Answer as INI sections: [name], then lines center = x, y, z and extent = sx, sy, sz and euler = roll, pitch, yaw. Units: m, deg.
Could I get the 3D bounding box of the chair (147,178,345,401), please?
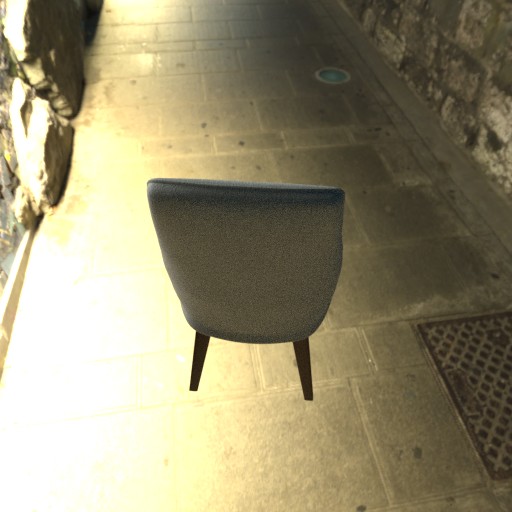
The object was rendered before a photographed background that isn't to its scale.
[chair]
center = 0.000, 0.000, 1.327
extent = 0.500, 0.930, 0.620
euler = 4, 46, 3
